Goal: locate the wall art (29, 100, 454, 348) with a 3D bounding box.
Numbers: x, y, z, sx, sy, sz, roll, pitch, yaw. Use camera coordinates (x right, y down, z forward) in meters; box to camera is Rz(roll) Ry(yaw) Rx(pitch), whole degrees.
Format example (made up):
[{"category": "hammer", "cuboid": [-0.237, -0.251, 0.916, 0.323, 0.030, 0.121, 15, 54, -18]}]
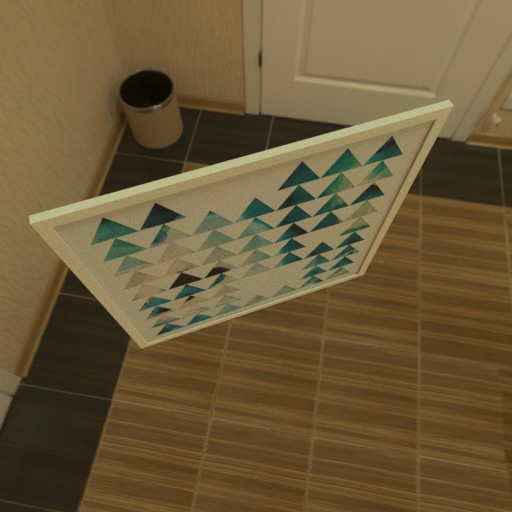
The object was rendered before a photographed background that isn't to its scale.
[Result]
[{"category": "wall art", "cuboid": [0.000, 0.000, 0.805, 0.557, 0.557, 0.012, -17, 65, -8]}]
